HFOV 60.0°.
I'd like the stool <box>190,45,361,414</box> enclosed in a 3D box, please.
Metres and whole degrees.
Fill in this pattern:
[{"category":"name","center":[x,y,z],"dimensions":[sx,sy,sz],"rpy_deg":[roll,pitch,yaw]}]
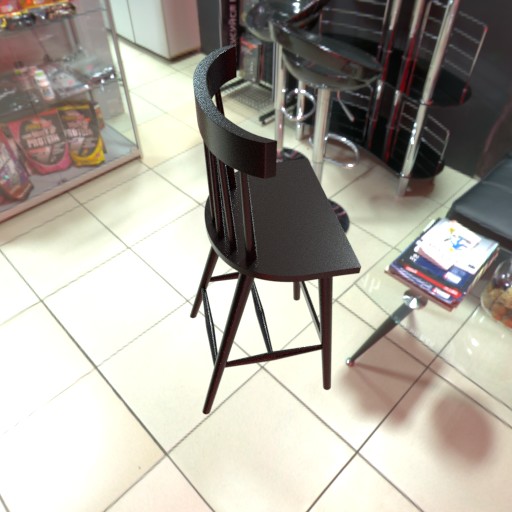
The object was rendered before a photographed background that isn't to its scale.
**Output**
[{"category":"stool","center":[0.000,0.000,1.367],"dimensions":[0.483,1.092,0.482],"rpy_deg":[-9,48,-8]}]
